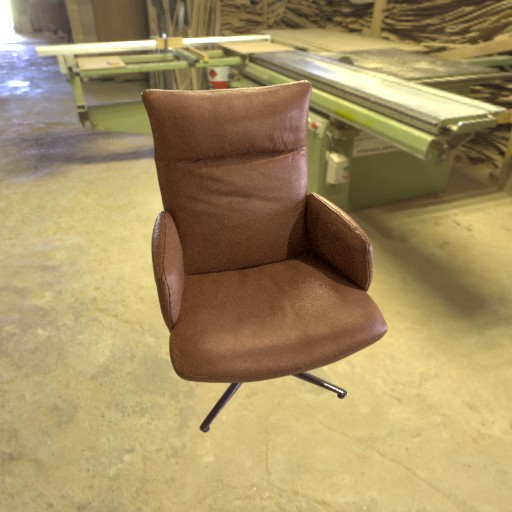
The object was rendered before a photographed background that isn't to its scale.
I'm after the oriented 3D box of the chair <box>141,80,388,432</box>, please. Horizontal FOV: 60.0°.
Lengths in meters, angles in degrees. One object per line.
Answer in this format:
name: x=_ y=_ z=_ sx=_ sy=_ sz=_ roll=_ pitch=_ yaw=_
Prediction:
chair: x=0.000 y=0.000 z=1.555 sx=0.711 sy=1.027 sz=0.794 roll=-9 pitch=33 yaw=-14
